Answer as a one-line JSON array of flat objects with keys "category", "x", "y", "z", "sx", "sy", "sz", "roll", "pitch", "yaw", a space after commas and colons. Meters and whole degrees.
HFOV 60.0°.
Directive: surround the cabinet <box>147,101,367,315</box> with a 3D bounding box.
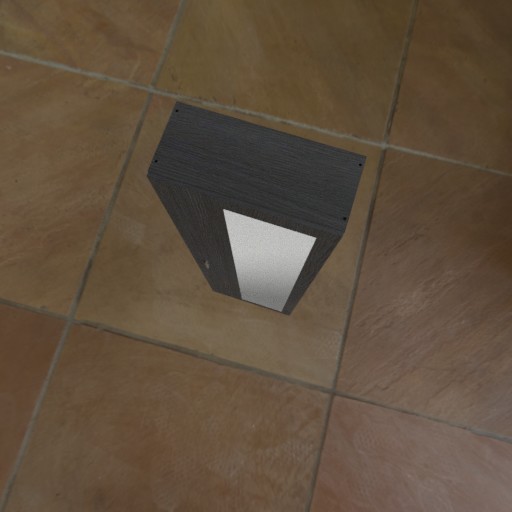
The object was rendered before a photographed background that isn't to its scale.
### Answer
[{"category": "cabinet", "x": 0.000, "y": 0.000, "z": 1.954, "sx": 0.500, "sy": 1.790, "sz": 0.230, "roll": 18, "pitch": 77, "yaw": 4}]
